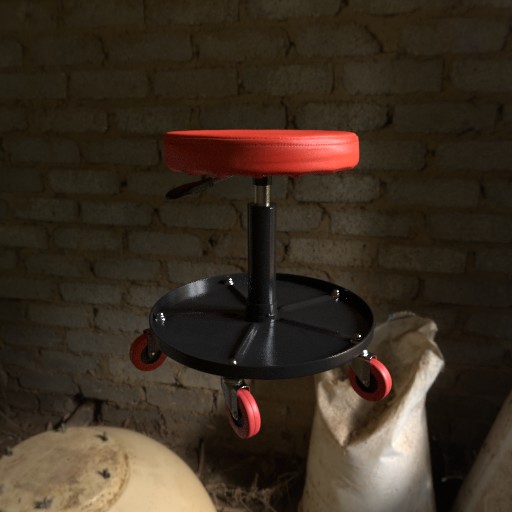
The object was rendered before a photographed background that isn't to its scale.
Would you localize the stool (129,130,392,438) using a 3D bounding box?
[{"bbox_3d":[0.000,0.000,0.676,0.382,0.365,0.381,-8,19,-25],"label":"stool"}]
